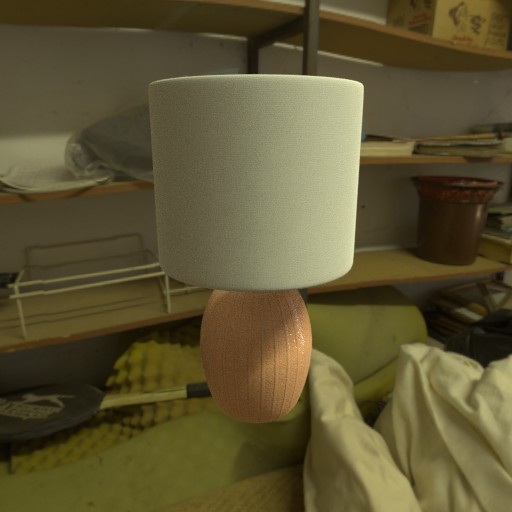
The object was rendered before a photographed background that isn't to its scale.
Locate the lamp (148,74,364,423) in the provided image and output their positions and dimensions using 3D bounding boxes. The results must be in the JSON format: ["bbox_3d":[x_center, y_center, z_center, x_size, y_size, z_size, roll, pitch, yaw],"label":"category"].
[{"bbox_3d":[0.000,0.000,0.767,0.329,0.570,0.329,0,16,0],"label":"lamp"}]
